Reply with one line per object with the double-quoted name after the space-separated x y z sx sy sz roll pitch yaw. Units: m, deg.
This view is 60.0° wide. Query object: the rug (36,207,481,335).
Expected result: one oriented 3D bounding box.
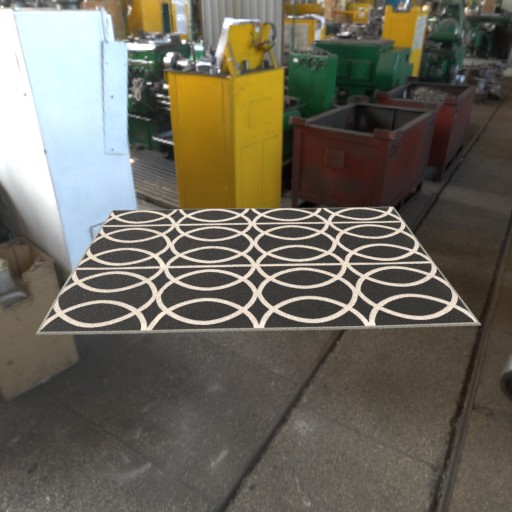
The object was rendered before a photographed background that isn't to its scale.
0.000 0.000 2.924 2.294 0.014 1.528 -1 30 -2 "rug"
